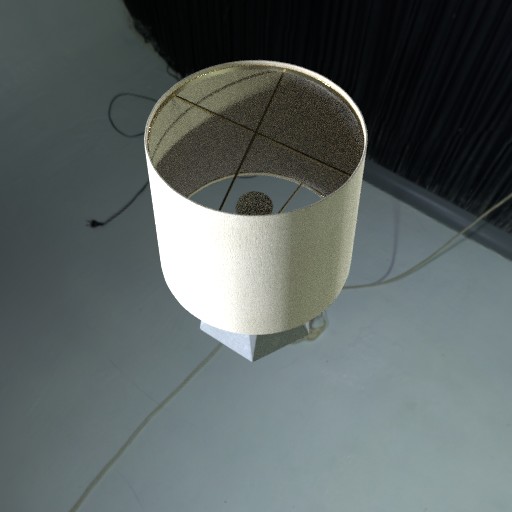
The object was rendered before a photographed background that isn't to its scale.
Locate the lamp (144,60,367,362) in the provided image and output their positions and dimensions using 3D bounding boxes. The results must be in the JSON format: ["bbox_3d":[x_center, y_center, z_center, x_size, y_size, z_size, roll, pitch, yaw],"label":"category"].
[{"bbox_3d":[0.000,0.000,0.671,0.276,0.501,0.276,0,58,0],"label":"lamp"}]
